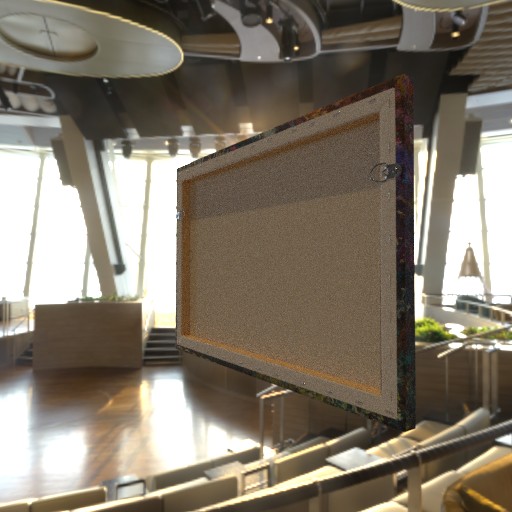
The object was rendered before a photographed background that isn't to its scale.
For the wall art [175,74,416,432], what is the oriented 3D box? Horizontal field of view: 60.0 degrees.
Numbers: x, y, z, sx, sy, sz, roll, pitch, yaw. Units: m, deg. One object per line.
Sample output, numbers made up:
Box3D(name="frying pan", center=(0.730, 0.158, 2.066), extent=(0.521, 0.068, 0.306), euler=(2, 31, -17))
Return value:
Box3D(name="wall art", center=(0.000, 0.000, 1.412), extent=(0.042, 0.760, 1.136), euler=(1, -1, -35))
